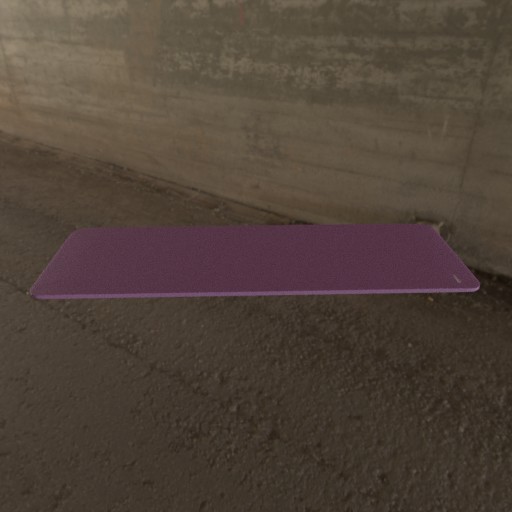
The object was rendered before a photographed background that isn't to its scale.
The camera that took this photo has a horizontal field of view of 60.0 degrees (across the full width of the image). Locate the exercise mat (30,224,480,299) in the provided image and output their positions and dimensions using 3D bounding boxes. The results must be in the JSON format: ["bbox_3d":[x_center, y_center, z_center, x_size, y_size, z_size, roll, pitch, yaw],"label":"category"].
[{"bbox_3d":[0.000,0.000,2.057,1.869,0.021,0.616,-1,29,-1],"label":"exercise mat"}]
